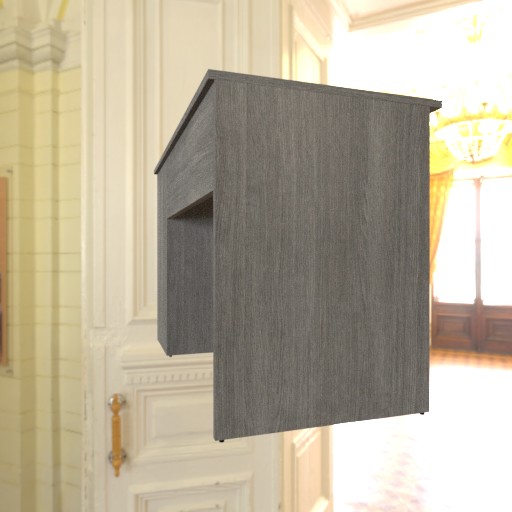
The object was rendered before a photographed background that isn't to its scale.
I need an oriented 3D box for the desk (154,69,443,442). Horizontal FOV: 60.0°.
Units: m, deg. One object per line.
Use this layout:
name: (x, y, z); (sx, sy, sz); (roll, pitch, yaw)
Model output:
desk: (0.000, 0.000, 1.474); (0.560, 0.735, 1.097); (0, 0, -18)
